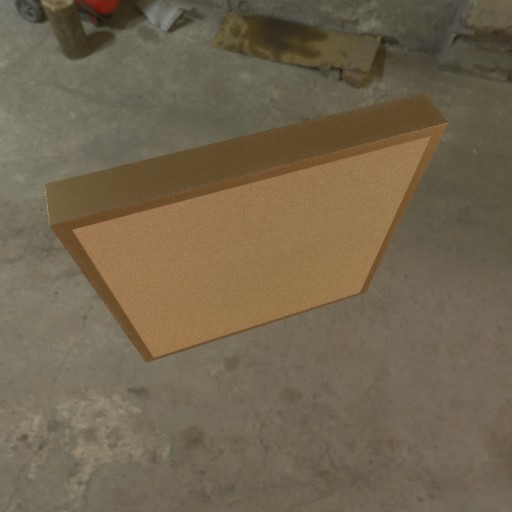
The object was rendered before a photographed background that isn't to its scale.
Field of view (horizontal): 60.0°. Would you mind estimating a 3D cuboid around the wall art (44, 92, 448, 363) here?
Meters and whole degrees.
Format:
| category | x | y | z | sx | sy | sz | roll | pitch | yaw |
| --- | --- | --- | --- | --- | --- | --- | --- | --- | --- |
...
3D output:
| category | x | y | z | sx | sy | sz | roll | pitch | yaw |
| --- | --- | --- | --- | --- | --- | --- | --- | --- | --- |
| wall art | 0.000 | 0.000 | 0.462 | 0.306 | 0.305 | 0.038 | -16 | 61 | -9 |
